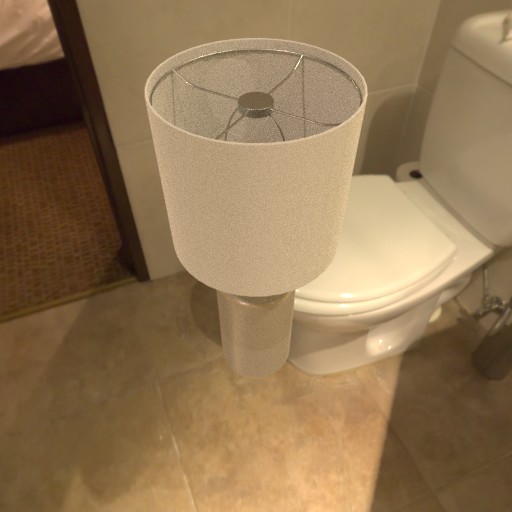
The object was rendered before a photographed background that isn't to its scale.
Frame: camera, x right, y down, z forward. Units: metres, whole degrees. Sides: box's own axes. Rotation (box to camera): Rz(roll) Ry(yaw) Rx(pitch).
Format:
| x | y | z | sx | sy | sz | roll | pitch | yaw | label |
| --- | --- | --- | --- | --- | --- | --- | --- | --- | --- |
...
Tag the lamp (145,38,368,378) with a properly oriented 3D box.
| x | y | z | sx | sy | sz | roll | pitch | yaw | label |
| --- | --- | --- | --- | --- | --- | --- | --- | --- | --- |
| 0.000 | 0.000 | 0.607 | 0.212 | 0.493 | 0.212 | 23 | 52 | 20 | lamp |
